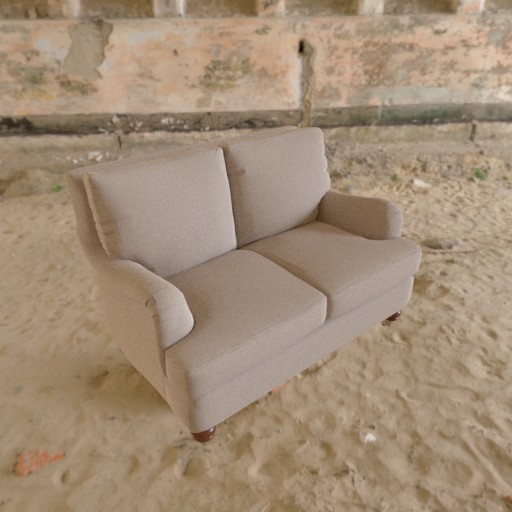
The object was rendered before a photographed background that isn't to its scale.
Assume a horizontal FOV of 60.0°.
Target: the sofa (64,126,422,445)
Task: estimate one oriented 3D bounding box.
[{"bbox_3d":[0.000,0.000,2.291,1.508,1.048,1.087,-22,36,-33],"label":"sofa"}]
